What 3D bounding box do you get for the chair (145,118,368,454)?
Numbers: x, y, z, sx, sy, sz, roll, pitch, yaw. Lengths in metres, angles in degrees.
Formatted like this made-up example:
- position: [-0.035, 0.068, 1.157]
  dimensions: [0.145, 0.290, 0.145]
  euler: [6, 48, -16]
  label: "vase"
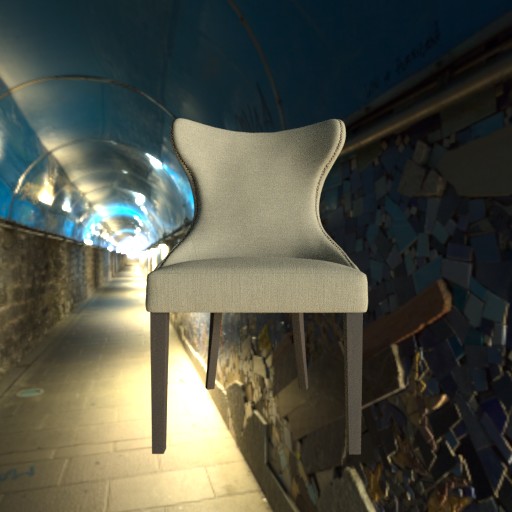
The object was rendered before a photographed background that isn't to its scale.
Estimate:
- position: [0.000, 0.000, 1.388]
  dimensions: [0.628, 0.967, 0.635]
  euler: [0, 0, 0]
  label: "chair"
